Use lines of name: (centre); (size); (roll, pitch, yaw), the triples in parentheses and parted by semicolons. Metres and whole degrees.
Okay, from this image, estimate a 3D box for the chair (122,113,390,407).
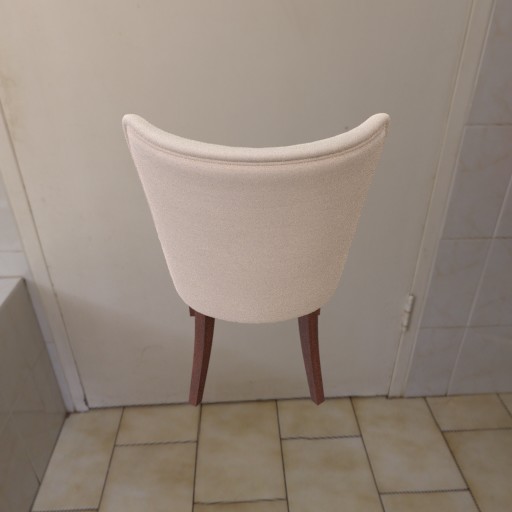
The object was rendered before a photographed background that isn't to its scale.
chair: (0.000, 0.000, 1.476); (0.696, 0.990, 0.744); (0, 31, -1)
